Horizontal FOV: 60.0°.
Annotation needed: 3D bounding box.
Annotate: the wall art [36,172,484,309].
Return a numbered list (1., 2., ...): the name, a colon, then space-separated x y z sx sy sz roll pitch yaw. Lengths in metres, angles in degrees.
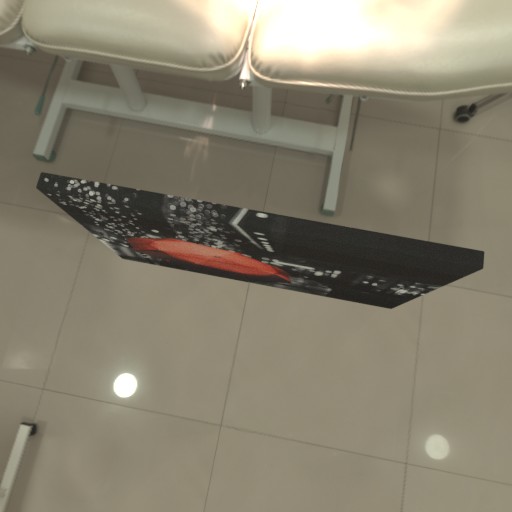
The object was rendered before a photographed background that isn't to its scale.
1. wall art: 0.000 0.000 1.187 0.914 0.609 0.038 10 76 3
